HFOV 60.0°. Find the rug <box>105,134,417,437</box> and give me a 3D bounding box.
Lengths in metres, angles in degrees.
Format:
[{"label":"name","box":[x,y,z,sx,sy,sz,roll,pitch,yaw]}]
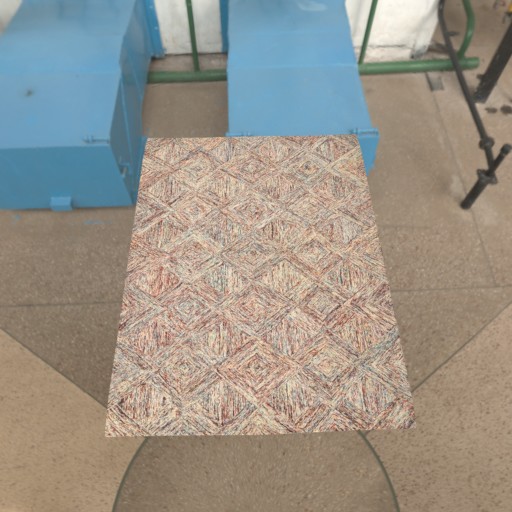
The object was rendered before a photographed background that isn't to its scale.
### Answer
[{"label":"rug","box":[0.000,0.000,4.249,2.436,0.024,3.226,-1,59,-1]}]
